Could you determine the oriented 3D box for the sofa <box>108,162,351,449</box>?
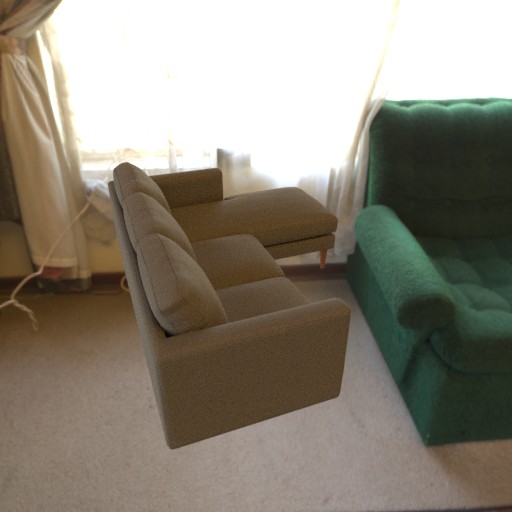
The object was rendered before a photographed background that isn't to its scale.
[{"bbox_3d":[0.000,0.000,2.844,1.591,0.897,2.031,-11,32,-18],"label":"sofa"}]
